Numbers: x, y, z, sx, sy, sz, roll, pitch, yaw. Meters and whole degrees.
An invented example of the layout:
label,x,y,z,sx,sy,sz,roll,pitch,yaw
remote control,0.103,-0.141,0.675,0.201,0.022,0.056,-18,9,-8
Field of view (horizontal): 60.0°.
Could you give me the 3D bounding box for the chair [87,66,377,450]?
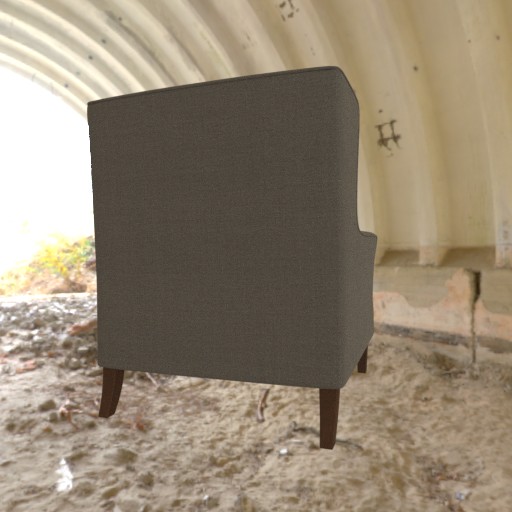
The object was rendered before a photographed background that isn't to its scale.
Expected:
label,x,y,z,sx,sy,sz,roll,pitch,yaw
chair,0.000,0.000,1.756,0.866,1.056,1.040,0,-1,19
